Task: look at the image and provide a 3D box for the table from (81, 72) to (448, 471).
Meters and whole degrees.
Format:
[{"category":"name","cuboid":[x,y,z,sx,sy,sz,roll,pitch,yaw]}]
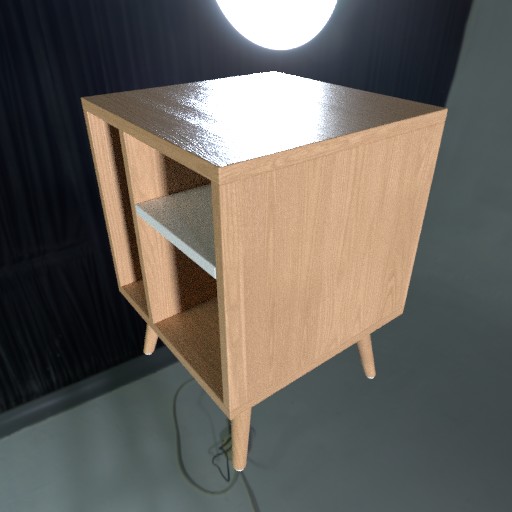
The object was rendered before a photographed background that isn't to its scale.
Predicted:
[{"category":"table","cuboid":[0.000,0.000,0.821,0.400,0.550,0.400,-22,38,-31]}]
